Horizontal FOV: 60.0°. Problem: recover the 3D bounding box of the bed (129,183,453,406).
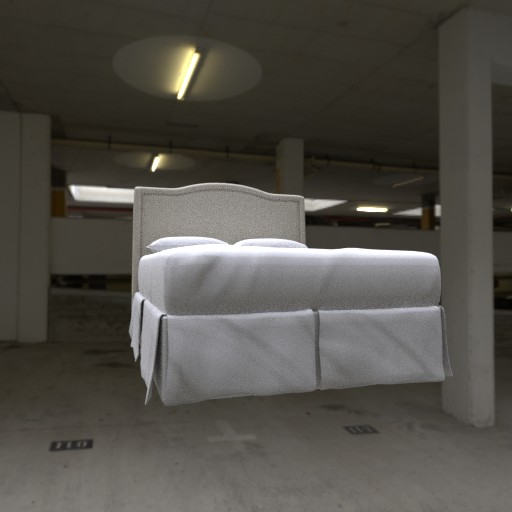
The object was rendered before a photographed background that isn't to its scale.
[{"bbox_3d":[0.000,0.000,3.275,1.741,1.449,2.196,0,-1,-18],"label":"bed"}]
